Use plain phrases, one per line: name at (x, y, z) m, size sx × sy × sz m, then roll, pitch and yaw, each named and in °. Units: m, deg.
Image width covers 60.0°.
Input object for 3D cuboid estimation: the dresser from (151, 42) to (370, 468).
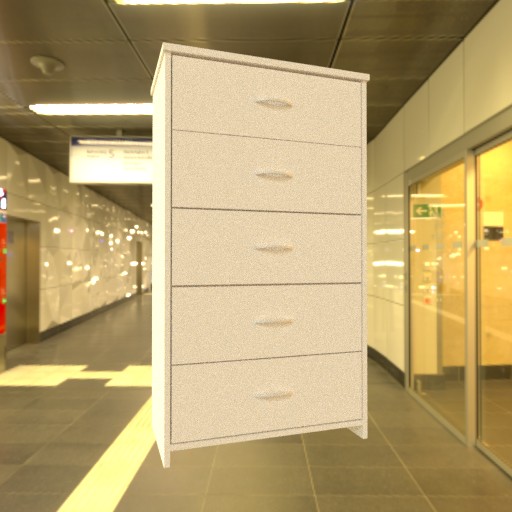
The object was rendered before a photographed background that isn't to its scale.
dresser at (0.000, 0.000, 1.588) m, size 0.704 × 1.255 × 0.399 m, roll 0°, pitch -1°, yaw -19°
